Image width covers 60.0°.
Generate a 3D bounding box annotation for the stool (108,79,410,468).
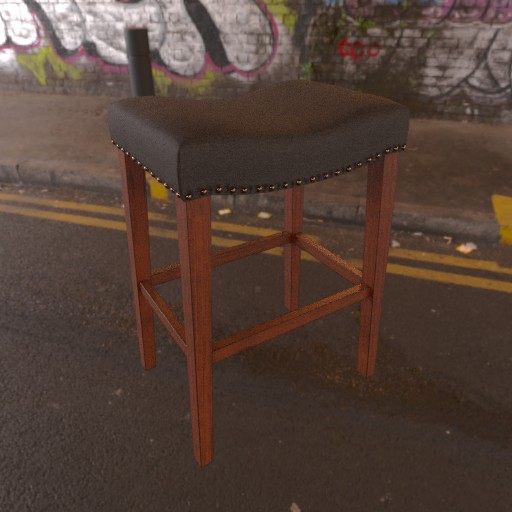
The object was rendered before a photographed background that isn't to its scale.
[{"bbox_3d":[0.000,0.000,0.877,0.439,0.612,0.320,-18,35,-27],"label":"stool"}]
